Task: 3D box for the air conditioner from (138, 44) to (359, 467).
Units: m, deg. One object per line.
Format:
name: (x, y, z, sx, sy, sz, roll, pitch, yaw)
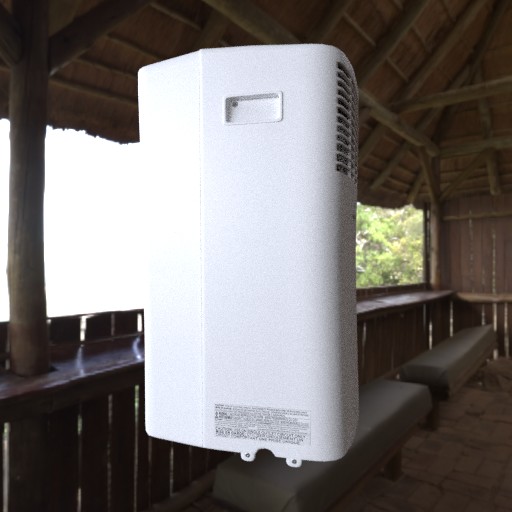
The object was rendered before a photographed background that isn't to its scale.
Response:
air conditioner: (0.000, 0.000, 0.779, 0.349, 0.606, 0.304, 0, 1, 17)
